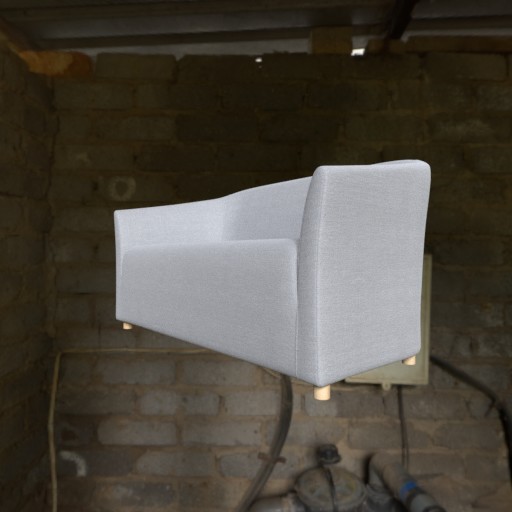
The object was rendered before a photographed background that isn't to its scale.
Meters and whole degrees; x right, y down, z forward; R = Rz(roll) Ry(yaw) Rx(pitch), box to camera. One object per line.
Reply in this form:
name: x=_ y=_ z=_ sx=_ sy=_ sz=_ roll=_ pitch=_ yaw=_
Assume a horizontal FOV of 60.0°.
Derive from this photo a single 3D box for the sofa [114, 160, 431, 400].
sofa: x=0.000 y=0.000 z=1.845 sx=0.705 sy=0.721 sz=1.452 roll=0 pitch=0 yaw=-37
